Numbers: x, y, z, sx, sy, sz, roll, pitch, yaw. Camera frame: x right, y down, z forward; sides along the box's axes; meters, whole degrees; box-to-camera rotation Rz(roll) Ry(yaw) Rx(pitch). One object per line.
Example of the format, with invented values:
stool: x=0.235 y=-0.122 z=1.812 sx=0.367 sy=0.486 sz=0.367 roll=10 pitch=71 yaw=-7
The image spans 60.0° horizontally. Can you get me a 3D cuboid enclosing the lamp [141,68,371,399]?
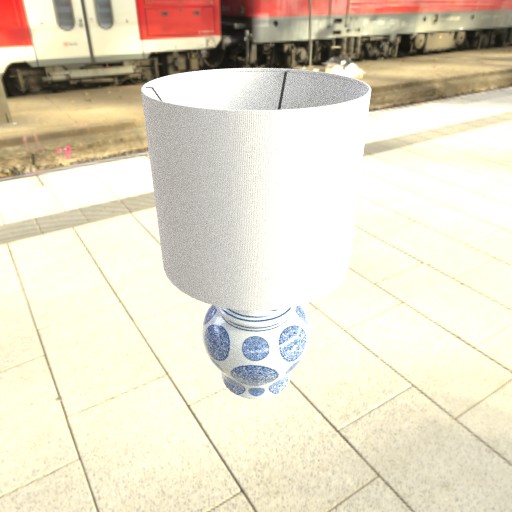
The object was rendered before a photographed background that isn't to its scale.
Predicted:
lamp: x=0.000 y=0.000 z=0.521 sx=0.215 sy=0.381 sz=0.215 roll=-20 pitch=36 yaw=-29
